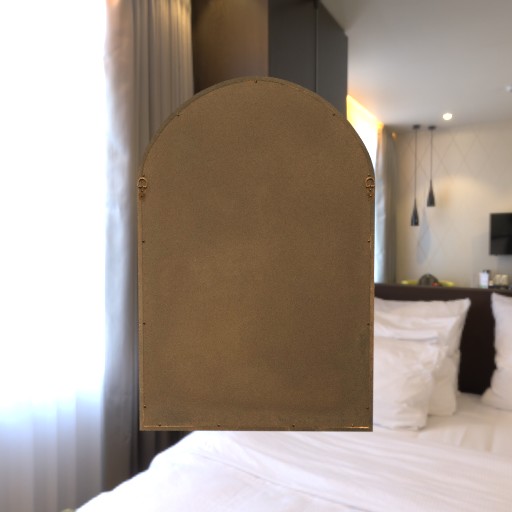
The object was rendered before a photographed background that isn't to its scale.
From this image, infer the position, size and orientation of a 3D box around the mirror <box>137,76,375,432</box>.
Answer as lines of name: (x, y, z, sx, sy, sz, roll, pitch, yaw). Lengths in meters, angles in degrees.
mirror: (0.000, 0.000, 1.155, 0.609, 0.915, 0.032, 0, 2, 1)
